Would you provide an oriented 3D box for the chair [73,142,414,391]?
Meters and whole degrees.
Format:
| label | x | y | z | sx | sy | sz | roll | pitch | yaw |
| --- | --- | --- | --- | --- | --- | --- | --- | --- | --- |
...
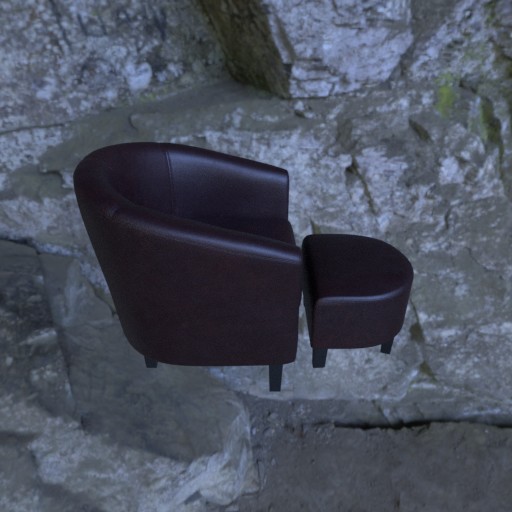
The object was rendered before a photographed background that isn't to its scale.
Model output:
| label | x | y | z | sx | sy | sz | roll | pitch | yaw |
| --- | --- | --- | --- | --- | --- | --- | --- | --- | --- |
| chair | 0.000 | 0.000 | 1.653 | 1.176 | 0.755 | 0.737 | 0 | 31 | 0 |
